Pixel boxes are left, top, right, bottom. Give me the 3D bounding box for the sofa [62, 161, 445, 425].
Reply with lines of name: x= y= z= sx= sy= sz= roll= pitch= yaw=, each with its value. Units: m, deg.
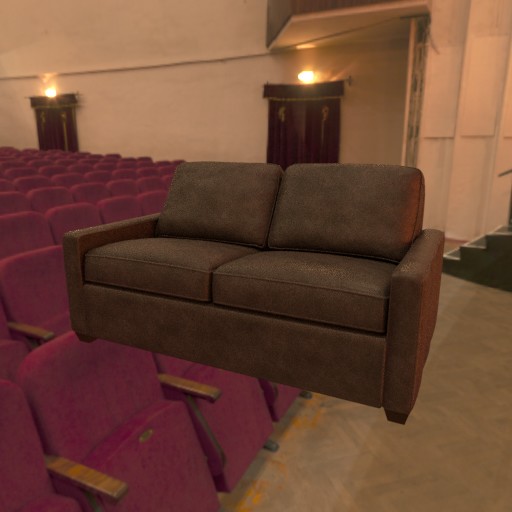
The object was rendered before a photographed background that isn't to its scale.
sofa: x=0.000 y=0.000 z=2.267 sx=1.732 sy=0.916 sz=0.939 roll=7 pitch=16 yaw=25
